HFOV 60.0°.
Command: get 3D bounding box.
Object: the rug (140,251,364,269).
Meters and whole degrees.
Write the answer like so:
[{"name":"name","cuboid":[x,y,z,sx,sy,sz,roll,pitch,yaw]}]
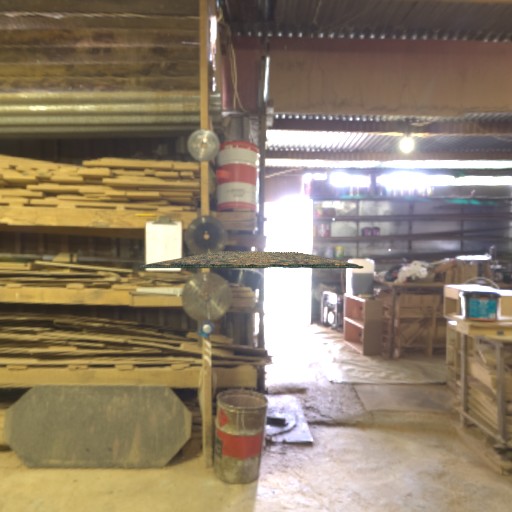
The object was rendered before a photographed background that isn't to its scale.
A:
[{"name":"rug","cuboid":[0.000,0.000,2.495,0.685,0.014,2.292,0,2,1]}]
